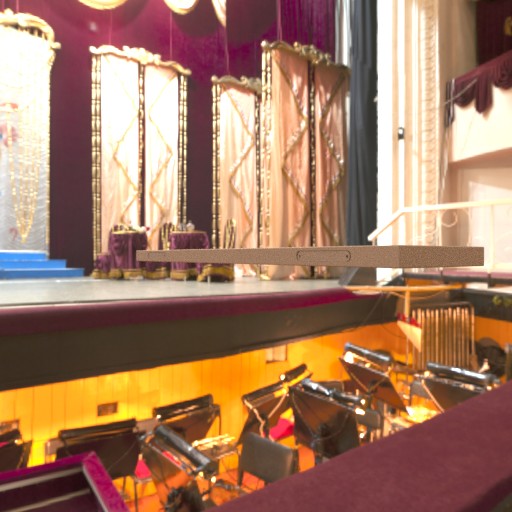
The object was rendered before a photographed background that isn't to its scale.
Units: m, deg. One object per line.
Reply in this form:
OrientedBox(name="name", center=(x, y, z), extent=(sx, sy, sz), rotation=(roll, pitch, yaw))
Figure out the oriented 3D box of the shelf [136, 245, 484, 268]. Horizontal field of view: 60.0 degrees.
OrientedBox(name="shelf", center=(0.000, 0.000, 0.662), extent=(0.140, 0.020, 0.610), rotation=(0, 0, -36))
